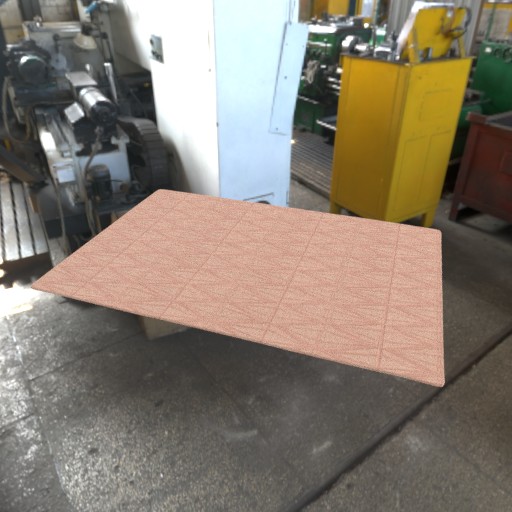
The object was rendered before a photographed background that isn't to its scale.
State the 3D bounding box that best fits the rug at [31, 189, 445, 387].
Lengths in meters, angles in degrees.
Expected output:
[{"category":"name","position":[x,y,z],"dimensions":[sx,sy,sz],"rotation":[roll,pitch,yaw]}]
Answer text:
[{"category":"rug","position":[0.000,0.000,3.013],"dimensions":[2.390,0.015,1.609],"rotation":[10,33,16]}]
